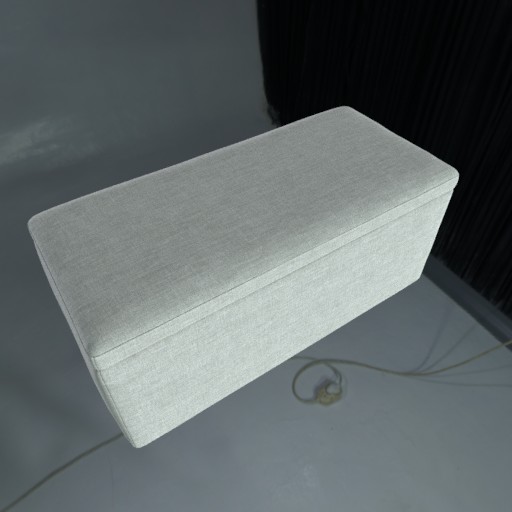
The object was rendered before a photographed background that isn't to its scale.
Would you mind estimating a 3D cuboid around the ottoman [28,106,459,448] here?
[{"bbox_3d":[0.000,0.000,1.100,0.902,0.432,0.419,-26,51,-23],"label":"ottoman"}]
